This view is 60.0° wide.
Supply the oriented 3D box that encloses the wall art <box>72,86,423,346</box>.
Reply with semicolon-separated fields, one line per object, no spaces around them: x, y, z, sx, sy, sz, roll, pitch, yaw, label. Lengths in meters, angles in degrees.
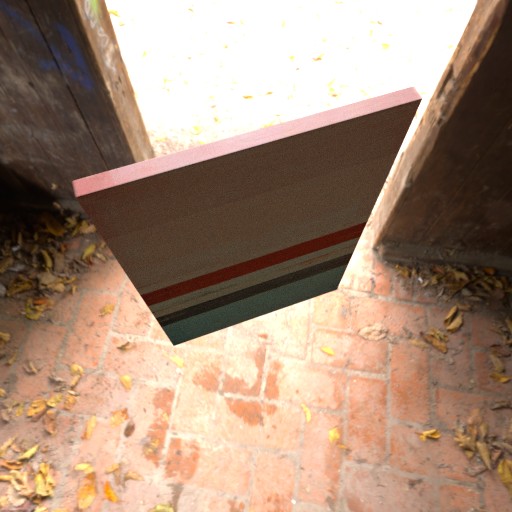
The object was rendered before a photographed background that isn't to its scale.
0.000;0.000;1.152;0.610;0.914;0.038;-18;66;-8;wall art
